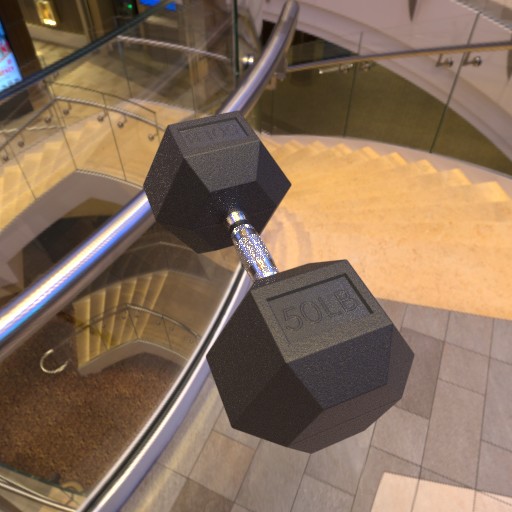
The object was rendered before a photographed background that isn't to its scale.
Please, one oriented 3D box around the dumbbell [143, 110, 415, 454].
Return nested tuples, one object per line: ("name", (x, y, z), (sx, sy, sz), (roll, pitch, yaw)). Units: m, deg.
("dumbbell", (0.000, 0.000, 0.472), (0.173, 0.150, 0.384), (-17, 50, -15))
